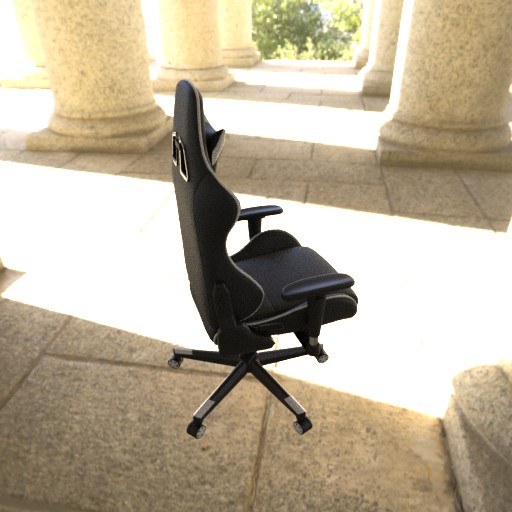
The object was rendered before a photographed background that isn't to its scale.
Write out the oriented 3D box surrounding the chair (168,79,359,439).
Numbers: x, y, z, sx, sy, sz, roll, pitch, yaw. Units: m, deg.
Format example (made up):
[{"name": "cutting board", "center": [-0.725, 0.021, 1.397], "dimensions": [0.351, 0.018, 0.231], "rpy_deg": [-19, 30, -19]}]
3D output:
[{"name": "chair", "center": [0.000, 0.000, 1.635], "dimensions": [0.700, 1.240, 0.700], "rpy_deg": [-10, 32, -17]}]
